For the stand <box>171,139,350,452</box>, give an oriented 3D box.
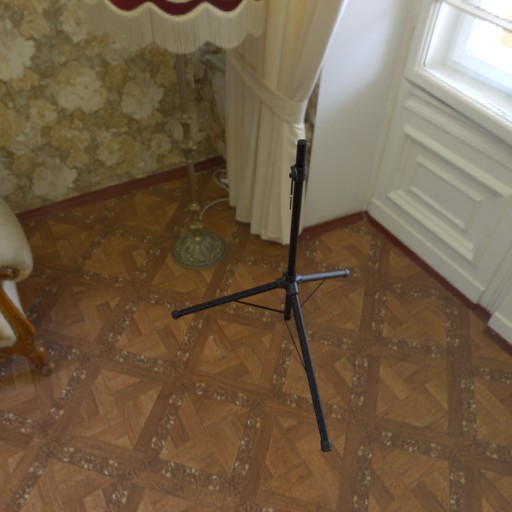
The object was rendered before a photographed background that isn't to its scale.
[{"bbox_3d":[0.000,0.000,1.870,0.907,1.136,1.045,10,47,10],"label":"stand"}]
